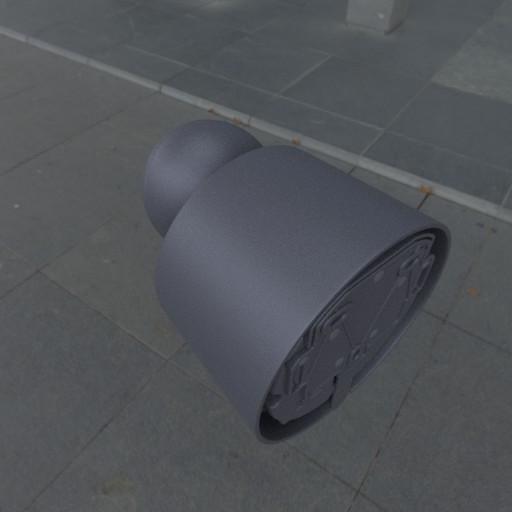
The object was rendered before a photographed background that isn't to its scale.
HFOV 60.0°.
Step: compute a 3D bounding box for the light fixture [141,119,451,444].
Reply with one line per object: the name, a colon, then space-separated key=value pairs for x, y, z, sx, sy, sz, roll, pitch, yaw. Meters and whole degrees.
light fixture: x=0.000 y=0.000 z=0.261 sx=0.134 sy=0.143 sz=0.160 roll=-31 pitch=54 yaw=-26
